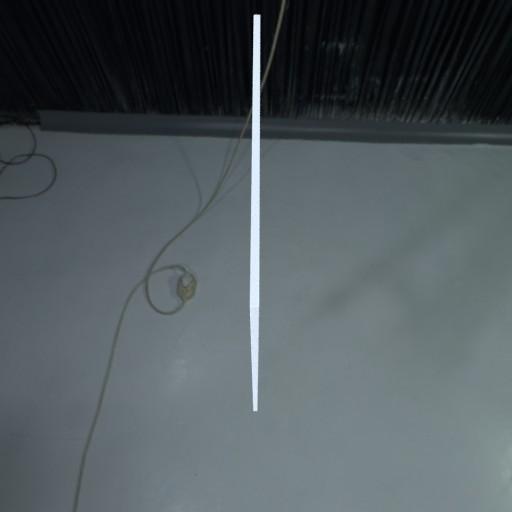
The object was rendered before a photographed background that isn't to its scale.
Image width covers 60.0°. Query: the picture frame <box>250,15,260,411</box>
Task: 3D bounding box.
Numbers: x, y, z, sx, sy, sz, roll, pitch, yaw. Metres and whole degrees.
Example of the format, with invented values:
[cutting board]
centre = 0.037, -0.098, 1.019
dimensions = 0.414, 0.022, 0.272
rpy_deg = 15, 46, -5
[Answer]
[picture frame]
centre = 0.000, 0.000, 1.200
dimensions = 0.013, 0.940, 0.659
rpy_deg = 0, 62, 0
